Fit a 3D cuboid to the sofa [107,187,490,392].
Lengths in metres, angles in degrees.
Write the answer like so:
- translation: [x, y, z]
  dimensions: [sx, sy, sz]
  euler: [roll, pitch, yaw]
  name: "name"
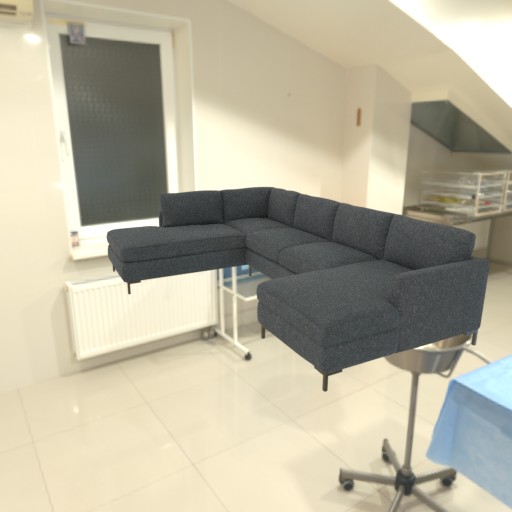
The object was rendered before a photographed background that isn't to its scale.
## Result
- translation: [0.000, 0.000, 3.765]
  dimensions: [2.007, 0.813, 2.956]
  euler: [-8, 18, -26]
  name: "sofa"
